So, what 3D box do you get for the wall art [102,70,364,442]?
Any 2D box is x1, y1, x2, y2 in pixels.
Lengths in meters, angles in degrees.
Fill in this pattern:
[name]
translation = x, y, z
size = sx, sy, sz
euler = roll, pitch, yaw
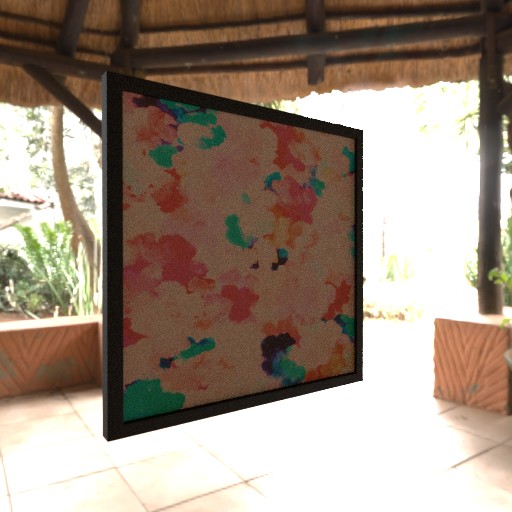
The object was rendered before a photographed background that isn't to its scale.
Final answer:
[wall art]
translation = 0.000, 0.000, 0.456
size = 0.306, 0.304, 0.015
euler = 0, 1, -34
